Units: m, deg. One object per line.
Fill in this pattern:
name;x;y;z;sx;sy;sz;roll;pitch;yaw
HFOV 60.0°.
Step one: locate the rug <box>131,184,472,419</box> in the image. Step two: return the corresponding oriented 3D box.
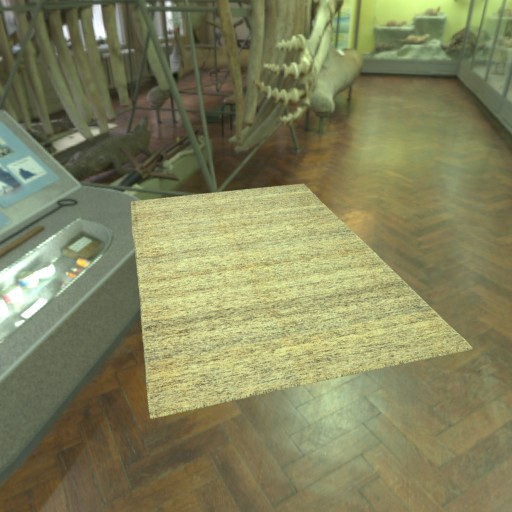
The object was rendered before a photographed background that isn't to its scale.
rug;0.000;0.000;2.347;1.243;0.014;1.846;-8;31;-13
